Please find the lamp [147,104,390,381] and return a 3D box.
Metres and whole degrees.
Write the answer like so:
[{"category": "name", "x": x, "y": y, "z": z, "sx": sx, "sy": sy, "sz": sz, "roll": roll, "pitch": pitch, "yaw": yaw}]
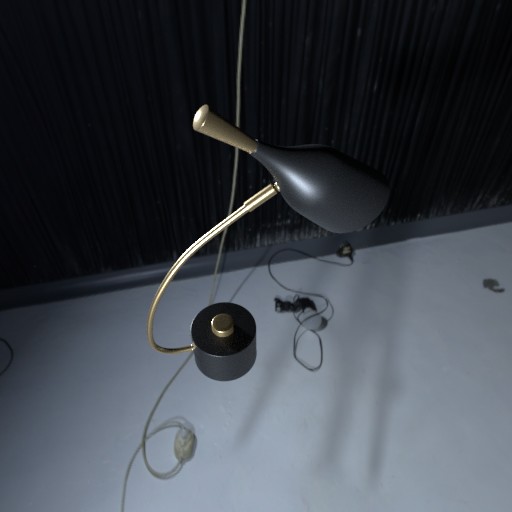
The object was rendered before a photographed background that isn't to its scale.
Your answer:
[{"category": "lamp", "x": 0.000, "y": 0.000, "z": 0.628, "sx": 0.352, "sy": 0.464, "sz": 0.110, "roll": -11, "pitch": 47, "yaw": -10}]
